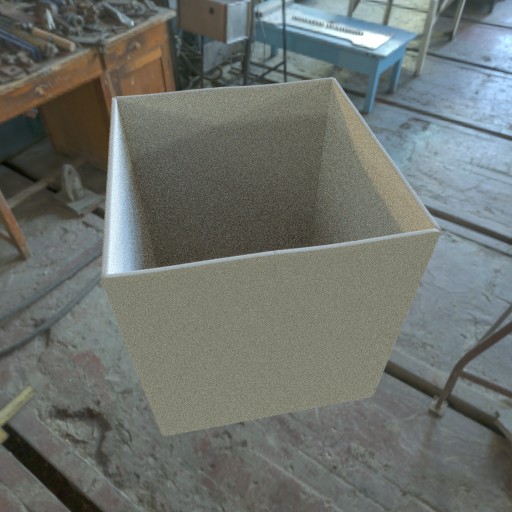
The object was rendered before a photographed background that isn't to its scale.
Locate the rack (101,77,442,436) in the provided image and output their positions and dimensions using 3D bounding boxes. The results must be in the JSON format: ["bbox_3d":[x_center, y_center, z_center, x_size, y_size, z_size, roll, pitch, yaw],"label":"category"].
[{"bbox_3d":[0.000,0.000,0.509,0.270,0.280,0.270,-8,47,-8],"label":"rack"}]
